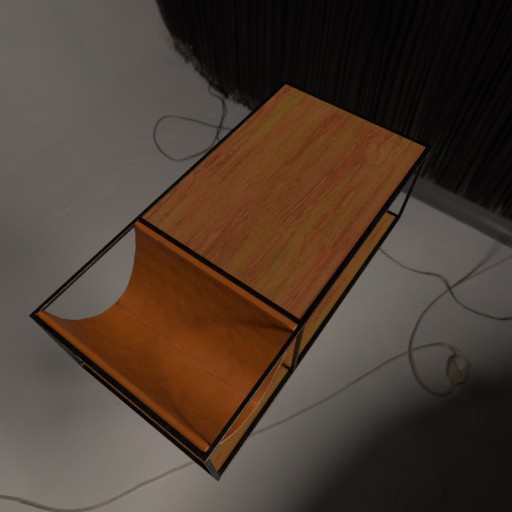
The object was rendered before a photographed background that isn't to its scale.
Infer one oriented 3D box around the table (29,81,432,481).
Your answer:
[{"bbox_3d":[0.000,0.000,1.490,0.597,0.403,1.199,32,63,18],"label":"table"}]
